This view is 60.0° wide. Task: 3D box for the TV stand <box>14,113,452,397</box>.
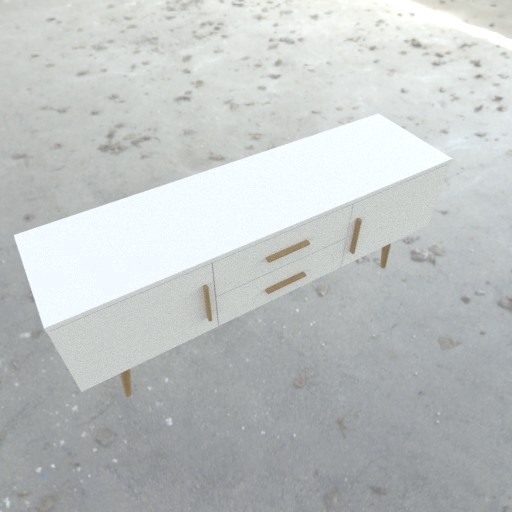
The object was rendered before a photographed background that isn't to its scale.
[{"bbox_3d":[0.000,0.000,1.616,1.398,0.560,0.401,-23,50,-21],"label":"TV stand"}]
